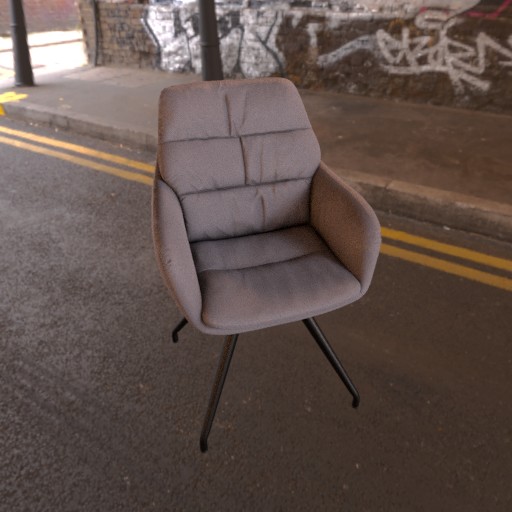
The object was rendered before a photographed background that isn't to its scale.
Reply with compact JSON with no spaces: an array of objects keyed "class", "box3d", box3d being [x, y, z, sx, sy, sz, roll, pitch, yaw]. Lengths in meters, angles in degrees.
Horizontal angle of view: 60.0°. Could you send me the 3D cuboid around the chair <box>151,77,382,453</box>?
[{"class":"chair","box3d":[0.000,0.000,1.284,0.579,0.888,0.569,-10,33,-16]}]
